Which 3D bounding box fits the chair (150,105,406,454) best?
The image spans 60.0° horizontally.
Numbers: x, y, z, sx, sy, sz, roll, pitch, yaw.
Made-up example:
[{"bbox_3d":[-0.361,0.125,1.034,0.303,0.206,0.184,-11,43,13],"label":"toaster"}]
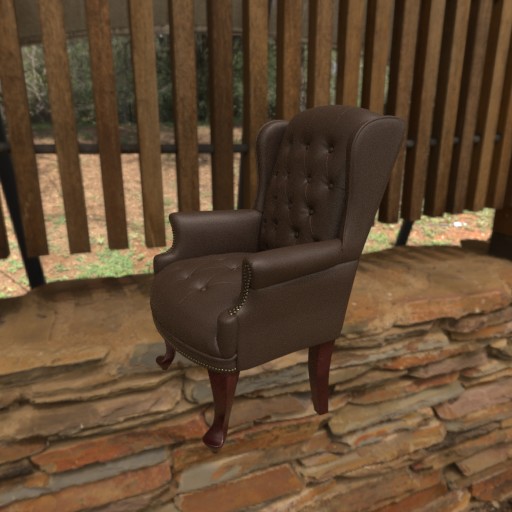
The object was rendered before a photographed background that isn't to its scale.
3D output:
[{"bbox_3d":[0.000,0.000,1.733,0.819,1.132,0.829,-8,18,-26],"label":"chair"}]
